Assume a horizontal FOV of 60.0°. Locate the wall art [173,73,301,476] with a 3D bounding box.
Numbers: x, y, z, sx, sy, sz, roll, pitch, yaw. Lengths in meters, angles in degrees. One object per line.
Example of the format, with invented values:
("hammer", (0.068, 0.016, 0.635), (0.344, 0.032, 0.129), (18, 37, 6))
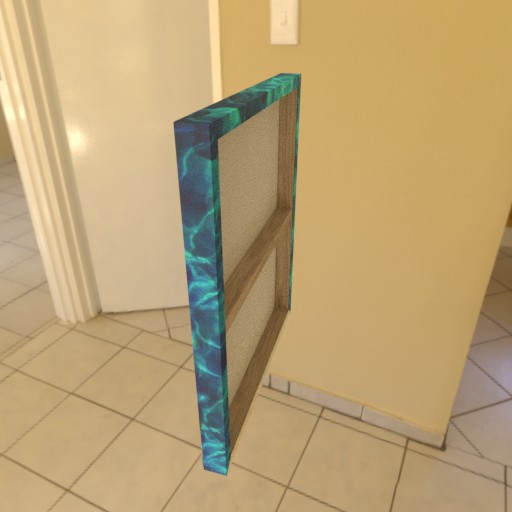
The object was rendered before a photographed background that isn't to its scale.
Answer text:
("wall art", (0.000, 0.000, 0.720), (0.038, 0.508, 0.432), (8, 29, 14))
